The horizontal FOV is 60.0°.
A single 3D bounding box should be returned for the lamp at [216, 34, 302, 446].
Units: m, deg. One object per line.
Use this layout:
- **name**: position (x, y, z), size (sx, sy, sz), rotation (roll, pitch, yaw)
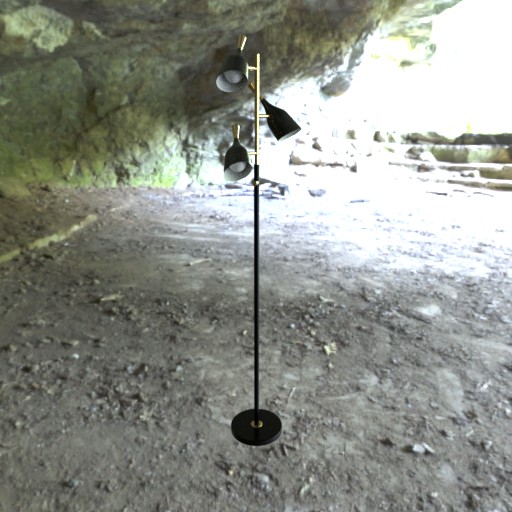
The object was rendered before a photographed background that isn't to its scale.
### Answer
- **lamp**: position (0.000, 0.000, 1.940), size (0.434, 1.778, 0.253), rotation (-15, 22, -42)
